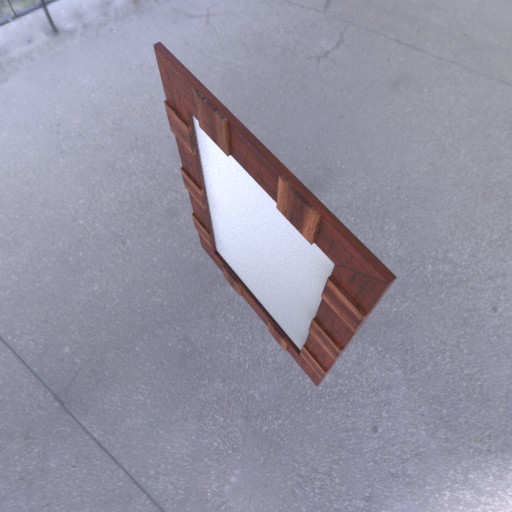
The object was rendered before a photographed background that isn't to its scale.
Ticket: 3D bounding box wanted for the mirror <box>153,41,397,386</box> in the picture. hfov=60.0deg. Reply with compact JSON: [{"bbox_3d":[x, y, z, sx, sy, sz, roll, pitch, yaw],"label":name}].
[{"bbox_3d":[0.000,0.000,1.069,0.021,0.805,0.600,-35,69,-16],"label":"mirror"}]
